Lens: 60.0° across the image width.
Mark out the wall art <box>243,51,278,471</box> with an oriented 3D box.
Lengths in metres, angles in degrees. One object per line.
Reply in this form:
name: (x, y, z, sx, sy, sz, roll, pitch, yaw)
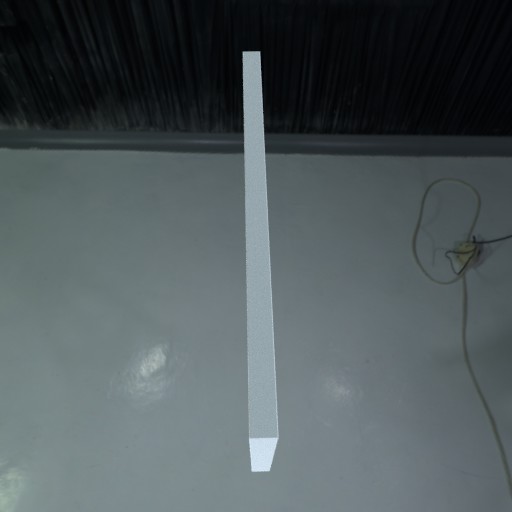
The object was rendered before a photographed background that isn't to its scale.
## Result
wall art: (0.000, 0.000, 0.970, 0.038, 0.431, 0.812, -1, 59, -1)
